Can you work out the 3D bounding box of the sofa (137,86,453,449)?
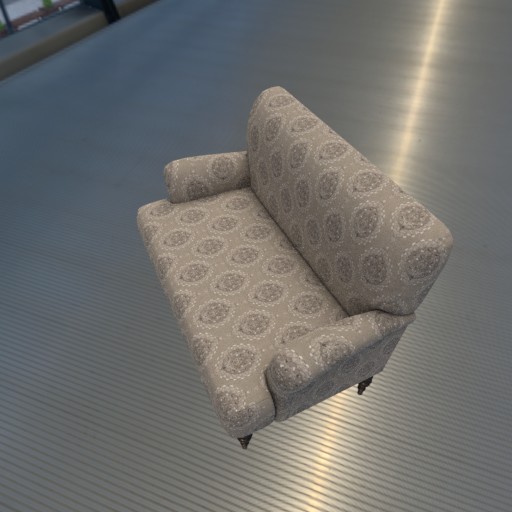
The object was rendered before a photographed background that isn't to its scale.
[{"bbox_3d":[0.000,0.000,1.863,0.779,0.889,1.297,-18,47,-18],"label":"sofa"}]
